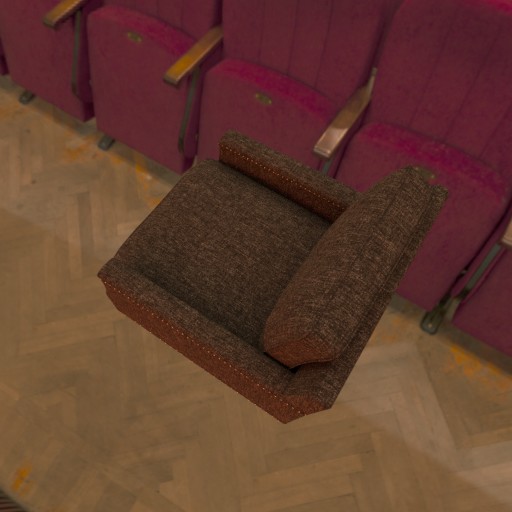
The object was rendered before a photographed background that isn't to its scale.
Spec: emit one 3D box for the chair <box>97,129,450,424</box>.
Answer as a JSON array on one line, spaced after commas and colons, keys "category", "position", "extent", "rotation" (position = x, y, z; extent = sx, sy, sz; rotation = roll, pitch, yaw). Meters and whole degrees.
[{"category": "chair", "position": [0.000, 0.000, 1.738], "extent": [1.014, 0.943, 0.853], "rotation": [30, 66, 15]}]
